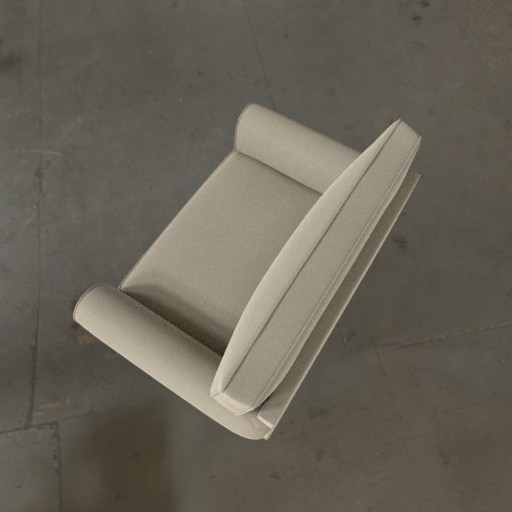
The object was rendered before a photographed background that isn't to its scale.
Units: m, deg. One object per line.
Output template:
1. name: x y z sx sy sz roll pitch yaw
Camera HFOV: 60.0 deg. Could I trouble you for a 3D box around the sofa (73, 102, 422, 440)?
1. sofa: 0.000 0.000 2.076 0.937 1.006 1.405 30 68 14
